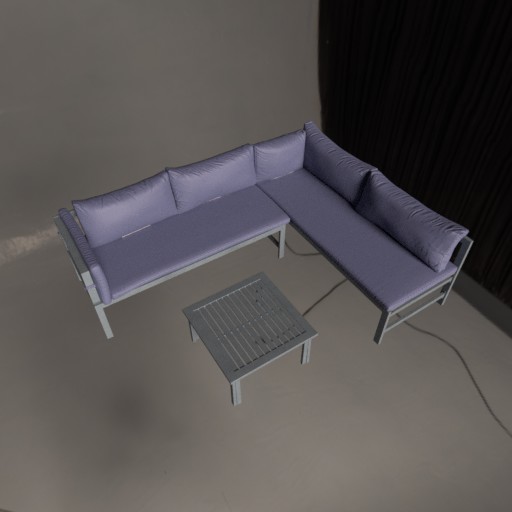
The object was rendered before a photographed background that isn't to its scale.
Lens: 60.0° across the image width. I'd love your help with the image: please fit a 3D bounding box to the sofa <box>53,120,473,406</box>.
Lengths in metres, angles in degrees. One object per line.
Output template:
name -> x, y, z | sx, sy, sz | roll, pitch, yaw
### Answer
sofa -> 0.000, 0.000, 3.007 | 2.149, 0.762, 1.658 | -24, 50, -22
